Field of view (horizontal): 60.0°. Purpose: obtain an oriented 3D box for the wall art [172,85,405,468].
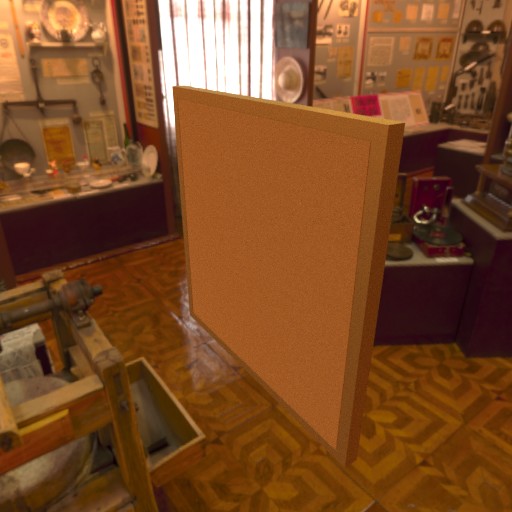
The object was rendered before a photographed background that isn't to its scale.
[{"bbox_3d":[0.000,0.000,2.868,0.099,1.926,1.926,-17,31,-31],"label":"wall art"}]
